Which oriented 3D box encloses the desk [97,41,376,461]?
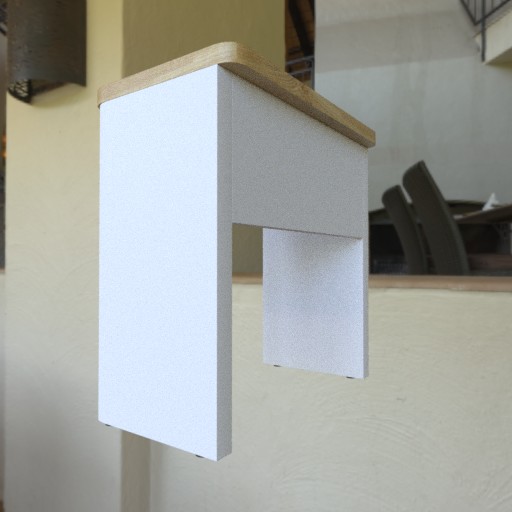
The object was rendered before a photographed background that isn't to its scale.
[{"bbox_3d":[0.000,0.000,1.243,0.440,0.790,0.760,-1,-1,35],"label":"desk"}]
